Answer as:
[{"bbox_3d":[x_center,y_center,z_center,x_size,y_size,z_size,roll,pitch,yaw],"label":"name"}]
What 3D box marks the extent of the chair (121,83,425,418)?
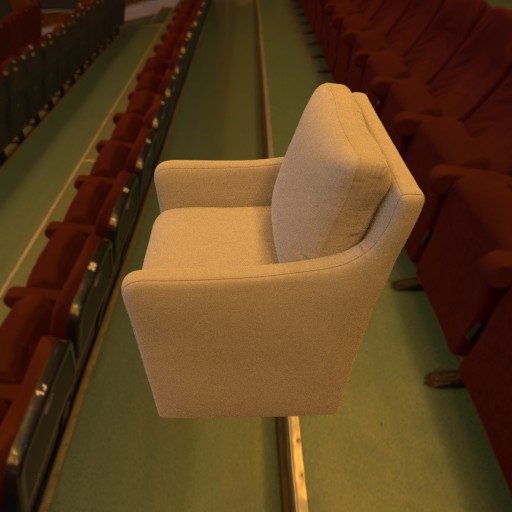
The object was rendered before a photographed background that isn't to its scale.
[{"bbox_3d":[0.000,0.000,1.384,0.694,0.914,0.626,-1,41,-1],"label":"chair"}]
